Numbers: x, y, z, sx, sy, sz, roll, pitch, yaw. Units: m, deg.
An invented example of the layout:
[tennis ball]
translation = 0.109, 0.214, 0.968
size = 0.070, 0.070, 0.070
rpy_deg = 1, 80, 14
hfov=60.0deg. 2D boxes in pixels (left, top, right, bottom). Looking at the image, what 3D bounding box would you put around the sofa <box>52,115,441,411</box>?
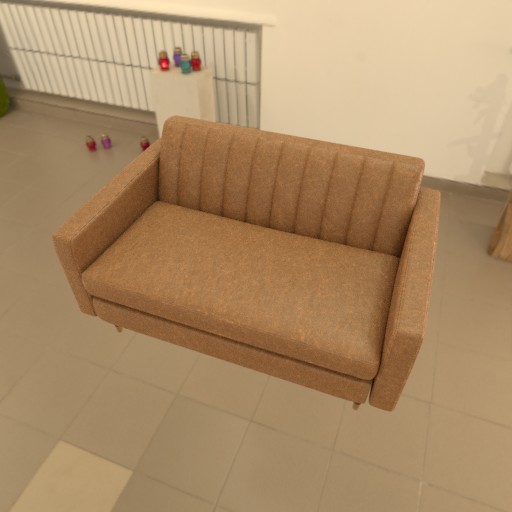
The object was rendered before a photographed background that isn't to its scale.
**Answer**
[sofa]
translation = 0.000, 0.000, 2.128
size = 1.549, 0.820, 0.960
rpy_deg = 14, 45, 15
